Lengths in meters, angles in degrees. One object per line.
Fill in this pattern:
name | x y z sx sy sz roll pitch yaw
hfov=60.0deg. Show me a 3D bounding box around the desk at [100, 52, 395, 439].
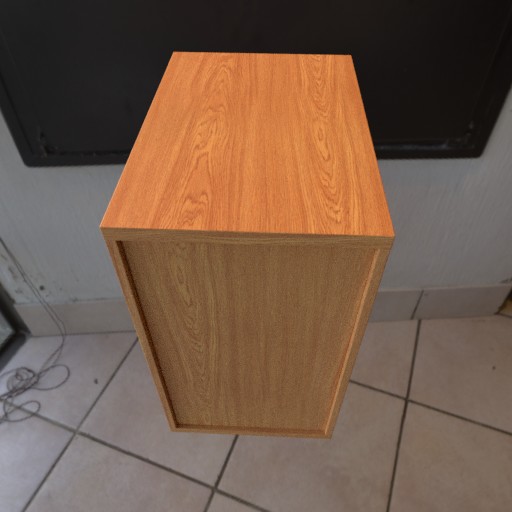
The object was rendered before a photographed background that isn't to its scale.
desk | 0.000 0.000 1.074 0.404 0.730 0.600 2 47 2
